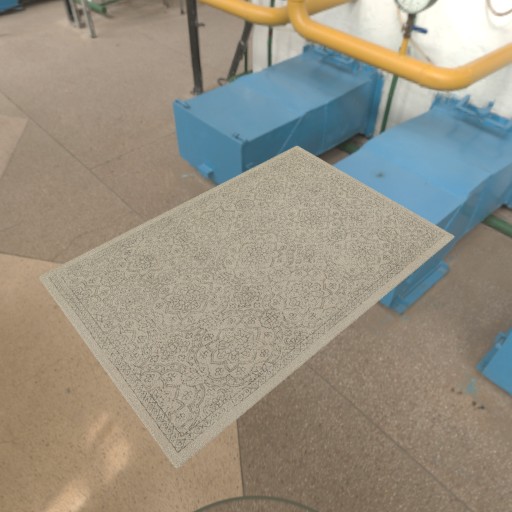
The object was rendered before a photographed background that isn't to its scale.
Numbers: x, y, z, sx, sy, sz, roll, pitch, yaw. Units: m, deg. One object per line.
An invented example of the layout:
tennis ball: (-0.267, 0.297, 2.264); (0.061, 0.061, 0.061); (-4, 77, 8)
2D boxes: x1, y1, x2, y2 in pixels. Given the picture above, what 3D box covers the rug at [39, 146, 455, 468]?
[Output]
rug: (0.000, 0.000, 2.320); (1.829, 0.010, 1.219); (-32, 54, -27)
